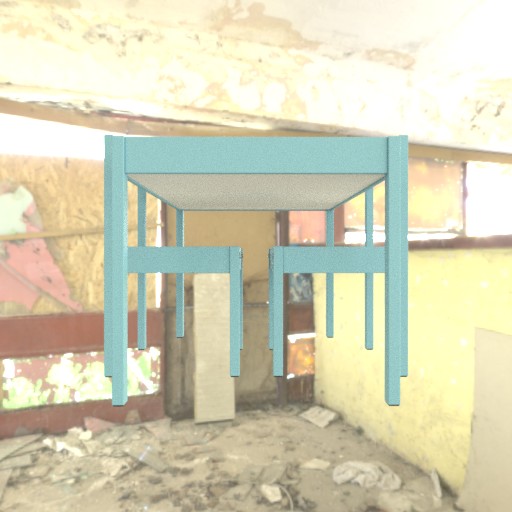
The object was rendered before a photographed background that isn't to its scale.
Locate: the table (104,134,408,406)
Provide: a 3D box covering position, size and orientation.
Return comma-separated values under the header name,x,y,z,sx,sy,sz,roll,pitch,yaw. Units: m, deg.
name,x,y,z,sx,sy,sz,roll,pitch,yaw
table,0.000,0.000,1.059,0.633,0.503,0.639,0,0,0
